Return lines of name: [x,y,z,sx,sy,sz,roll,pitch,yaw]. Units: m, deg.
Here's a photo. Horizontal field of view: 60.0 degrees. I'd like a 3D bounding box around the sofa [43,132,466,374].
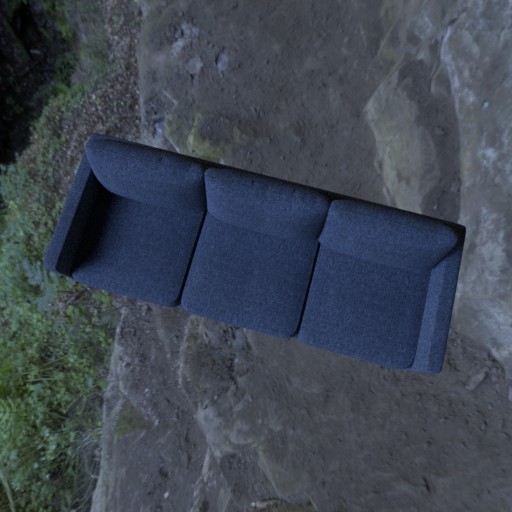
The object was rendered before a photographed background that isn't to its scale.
sofa: [0.000,0.000,2.656,2.218,0.874,0.859,15,78,3]
